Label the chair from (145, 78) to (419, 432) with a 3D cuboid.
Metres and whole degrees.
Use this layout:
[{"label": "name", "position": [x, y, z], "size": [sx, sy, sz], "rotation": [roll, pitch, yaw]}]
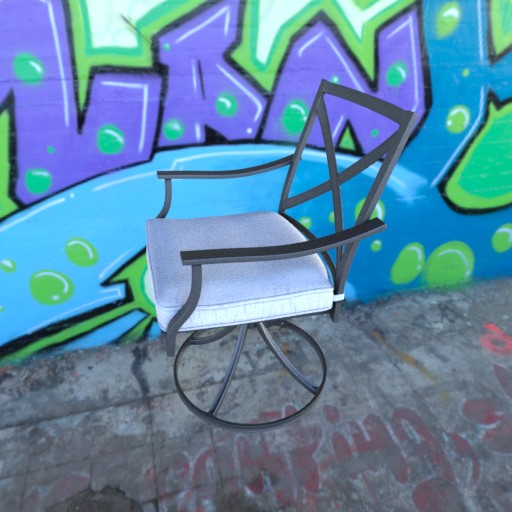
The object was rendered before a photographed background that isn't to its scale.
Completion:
[{"label": "chair", "position": [0.000, 0.000, 1.304], "size": [0.620, 0.889, 0.575], "rotation": [-8, 31, -14]}]
